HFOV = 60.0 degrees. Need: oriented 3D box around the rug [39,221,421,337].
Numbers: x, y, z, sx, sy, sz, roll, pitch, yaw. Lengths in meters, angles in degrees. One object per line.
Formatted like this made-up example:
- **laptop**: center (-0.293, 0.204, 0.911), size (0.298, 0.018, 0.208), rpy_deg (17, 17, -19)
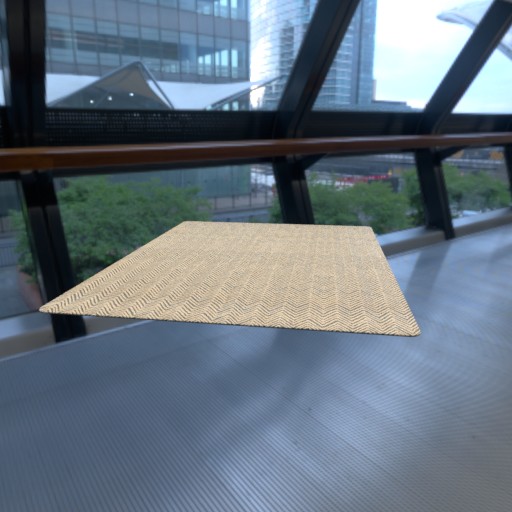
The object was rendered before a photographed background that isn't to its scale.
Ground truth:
- **rug**: center (0.000, 0.000, 4.252), size (2.439, 0.014, 3.207), rpy_deg (2, 15, 9)
